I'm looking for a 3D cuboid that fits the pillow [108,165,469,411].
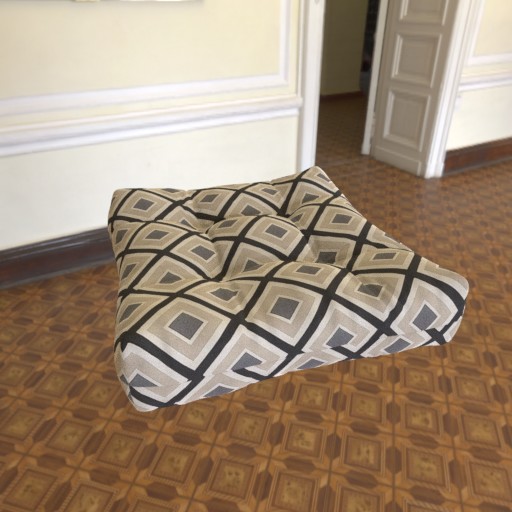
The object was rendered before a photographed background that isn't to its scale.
[{"bbox_3d":[0.000,0.000,0.741,0.468,0.128,0.490,-9,31,-15],"label":"pillow"}]
